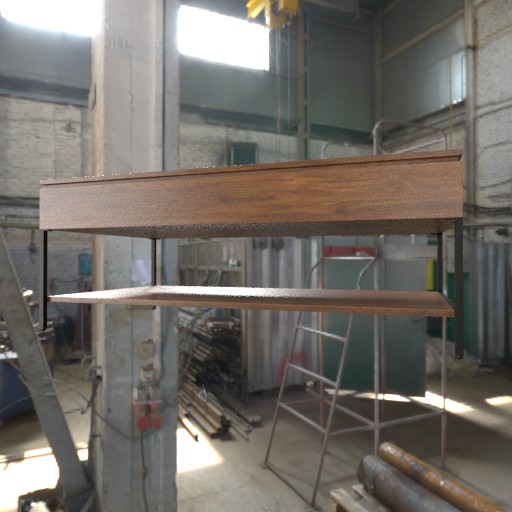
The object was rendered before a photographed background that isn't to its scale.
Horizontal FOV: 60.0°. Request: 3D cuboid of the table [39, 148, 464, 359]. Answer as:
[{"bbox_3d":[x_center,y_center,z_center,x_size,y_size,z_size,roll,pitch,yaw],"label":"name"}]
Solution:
[{"bbox_3d":[0.000,0.000,1.312,1.057,0.414,0.574,0,-1,19],"label":"table"}]
